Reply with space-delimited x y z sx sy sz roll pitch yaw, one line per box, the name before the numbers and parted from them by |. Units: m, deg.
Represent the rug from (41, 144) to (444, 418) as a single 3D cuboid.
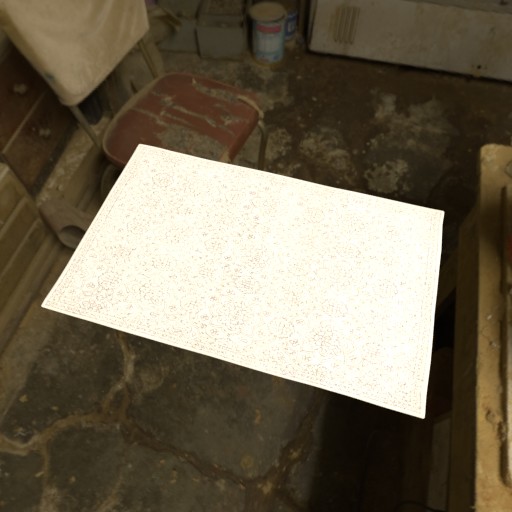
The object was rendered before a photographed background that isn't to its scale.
rug | 0.000 0.000 3.044 2.434 0.023 1.518 14 60 8
